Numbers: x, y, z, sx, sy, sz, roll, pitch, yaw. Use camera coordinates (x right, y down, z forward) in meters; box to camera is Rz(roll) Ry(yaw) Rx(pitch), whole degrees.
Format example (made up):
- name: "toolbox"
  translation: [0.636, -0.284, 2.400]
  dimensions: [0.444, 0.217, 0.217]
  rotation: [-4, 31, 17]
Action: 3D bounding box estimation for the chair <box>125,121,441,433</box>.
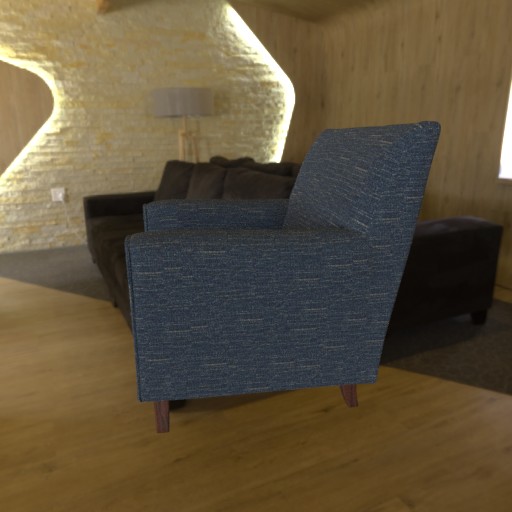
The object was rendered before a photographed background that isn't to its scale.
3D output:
- name: "chair"
  translation: [0.000, 0.000, 1.637]
  dimensions: [0.873, 0.928, 0.864]
  rotation: [-2, 15, -9]
